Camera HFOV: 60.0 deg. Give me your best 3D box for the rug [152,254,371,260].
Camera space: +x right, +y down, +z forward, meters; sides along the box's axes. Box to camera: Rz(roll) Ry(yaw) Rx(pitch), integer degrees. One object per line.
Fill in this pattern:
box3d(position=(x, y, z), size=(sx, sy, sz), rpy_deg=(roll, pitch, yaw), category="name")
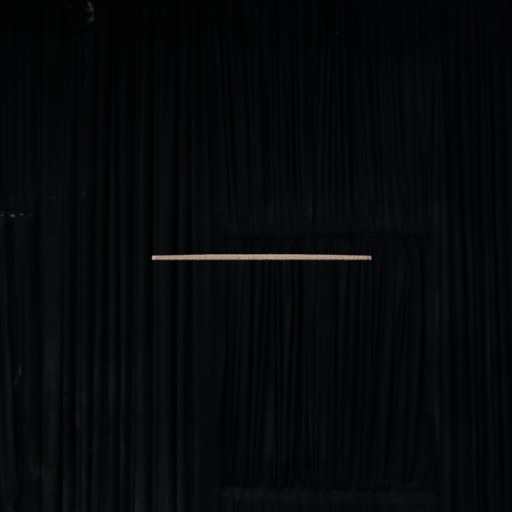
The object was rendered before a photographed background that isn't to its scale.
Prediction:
box3d(position=(0.000, 0.000, 2.715), size=(0.760, 0.015, 2.435), rpy_deg=(0, 0, -1), category="rug")
